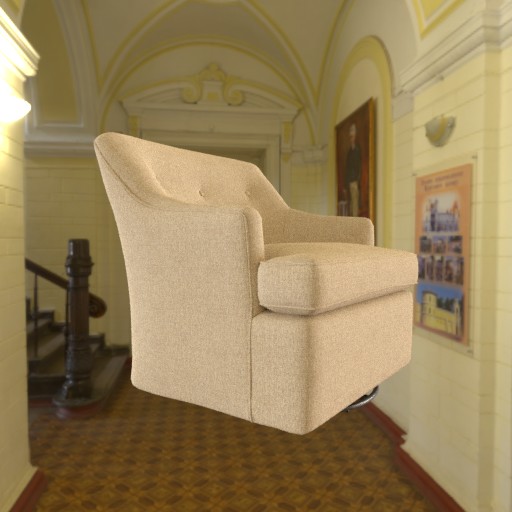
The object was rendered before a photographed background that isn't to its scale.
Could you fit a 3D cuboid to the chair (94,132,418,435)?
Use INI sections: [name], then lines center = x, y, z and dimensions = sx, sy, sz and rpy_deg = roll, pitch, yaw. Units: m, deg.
[chair]
center = 0.000, 0.000, 1.565
dimensions = 0.923, 0.856, 0.864
rpy_deg = 2, 3, 37
